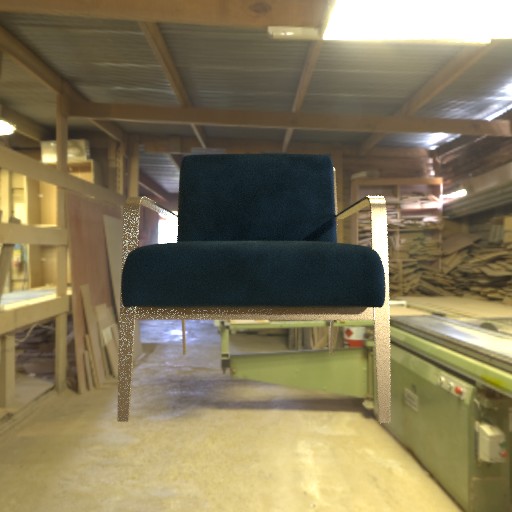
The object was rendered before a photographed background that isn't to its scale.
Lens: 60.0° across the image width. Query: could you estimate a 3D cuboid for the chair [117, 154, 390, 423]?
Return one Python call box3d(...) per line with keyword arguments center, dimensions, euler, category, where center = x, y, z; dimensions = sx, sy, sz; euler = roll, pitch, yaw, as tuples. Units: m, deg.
box3d(center=(0.000, 0.000, 1.462), dimensions=(0.692, 0.831, 0.859), euler=(0, 0, 1), category="chair")
